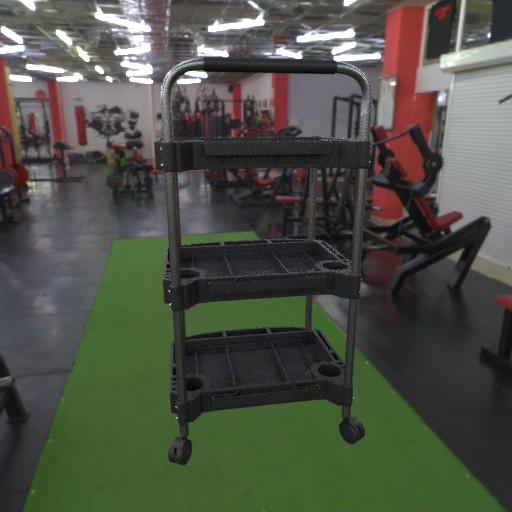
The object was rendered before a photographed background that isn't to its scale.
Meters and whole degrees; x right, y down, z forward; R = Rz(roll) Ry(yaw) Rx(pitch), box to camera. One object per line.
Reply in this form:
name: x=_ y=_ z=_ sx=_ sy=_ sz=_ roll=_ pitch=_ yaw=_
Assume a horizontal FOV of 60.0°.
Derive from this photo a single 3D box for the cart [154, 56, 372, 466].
cart: x=0.000 y=0.000 z=1.371 sx=0.584 sy=1.075 sz=0.518 roll=-3 pitch=17 yaw=-10
